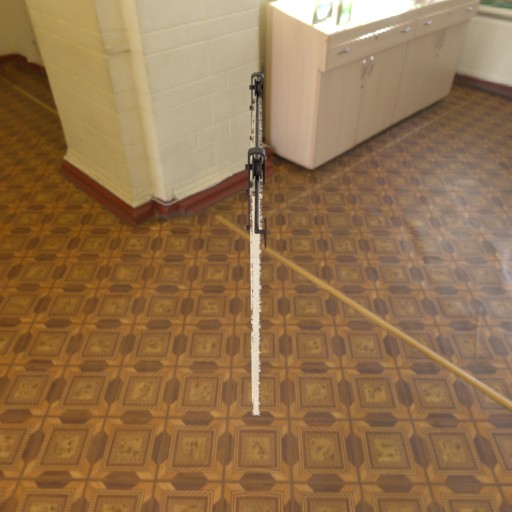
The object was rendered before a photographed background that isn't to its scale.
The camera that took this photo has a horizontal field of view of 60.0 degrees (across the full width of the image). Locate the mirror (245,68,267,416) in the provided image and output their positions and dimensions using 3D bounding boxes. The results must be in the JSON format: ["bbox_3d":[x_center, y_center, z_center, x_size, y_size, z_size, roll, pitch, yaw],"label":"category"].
[{"bbox_3d":[0.000,0.000,1.221,0.037,0.844,0.808,0,40,0],"label":"mirror"}]
